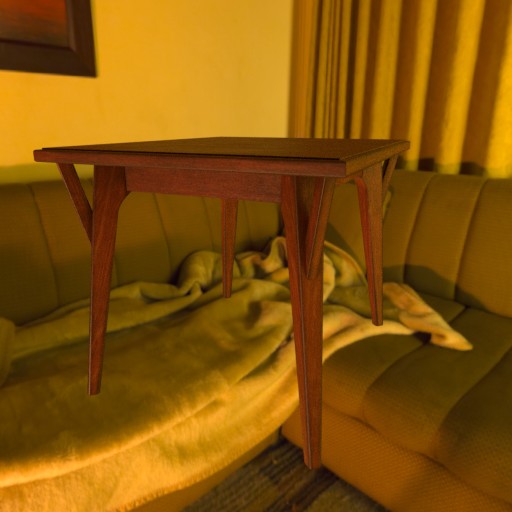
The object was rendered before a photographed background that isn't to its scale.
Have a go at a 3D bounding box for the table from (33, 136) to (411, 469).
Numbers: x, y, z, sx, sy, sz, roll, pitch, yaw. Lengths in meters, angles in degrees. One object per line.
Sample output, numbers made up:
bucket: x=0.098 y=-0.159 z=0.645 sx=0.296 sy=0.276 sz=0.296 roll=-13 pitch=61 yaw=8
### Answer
table: x=0.000 y=0.000 z=1.539 sx=0.838 sy=0.761 sz=0.991 roll=8 pitch=19 yaw=24
